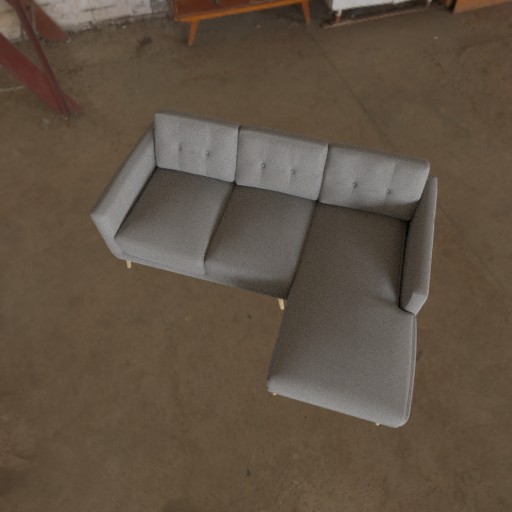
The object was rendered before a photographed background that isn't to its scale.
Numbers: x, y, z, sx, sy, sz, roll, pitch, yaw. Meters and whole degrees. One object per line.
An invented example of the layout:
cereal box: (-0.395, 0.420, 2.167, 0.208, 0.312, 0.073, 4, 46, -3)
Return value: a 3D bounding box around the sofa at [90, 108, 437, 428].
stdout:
sofa: (0.000, 0.000, 2.771, 2.040, 0.860, 1.530, 14, 58, 9)
